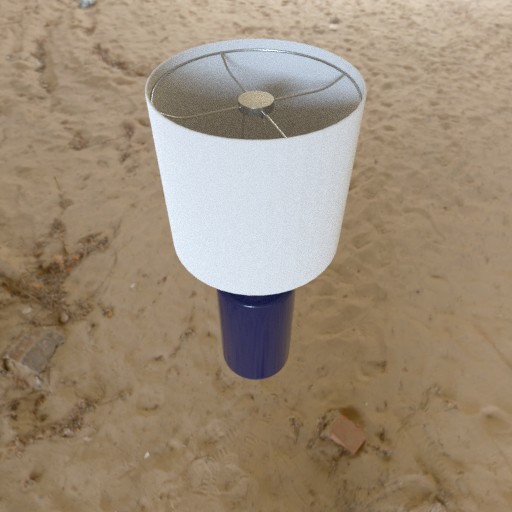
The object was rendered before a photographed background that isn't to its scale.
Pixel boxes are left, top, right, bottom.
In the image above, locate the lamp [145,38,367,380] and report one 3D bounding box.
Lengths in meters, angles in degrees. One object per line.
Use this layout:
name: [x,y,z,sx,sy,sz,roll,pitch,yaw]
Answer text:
lamp: [0.000,0.000,0.607,0.212,0.493,0.212,-17,49,-15]
